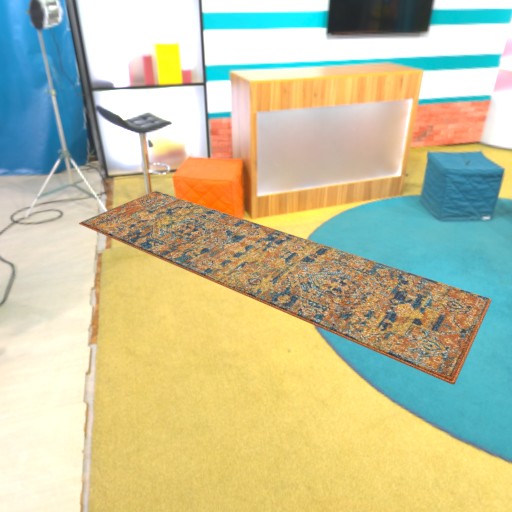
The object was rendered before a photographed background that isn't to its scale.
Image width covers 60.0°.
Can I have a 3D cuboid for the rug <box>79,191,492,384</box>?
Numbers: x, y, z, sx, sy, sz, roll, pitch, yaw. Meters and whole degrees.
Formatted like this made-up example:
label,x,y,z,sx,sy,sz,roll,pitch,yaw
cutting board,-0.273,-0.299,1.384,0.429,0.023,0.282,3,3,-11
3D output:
label,x,y,z,sx,sy,sz,roll,pitch,yaw
rug,0.000,0.000,2.433,2.274,0.016,0.651,20,36,30
